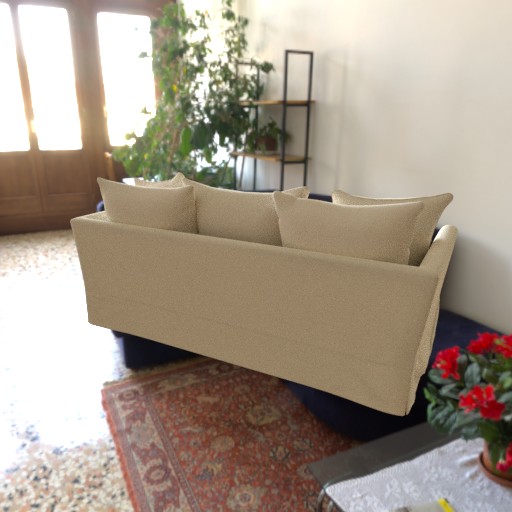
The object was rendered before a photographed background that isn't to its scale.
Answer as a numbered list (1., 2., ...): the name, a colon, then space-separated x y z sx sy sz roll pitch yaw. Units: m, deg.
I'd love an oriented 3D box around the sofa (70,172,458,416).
1. sofa: 0.000 0.000 2.881 2.290 1.034 1.031 9 20 27
